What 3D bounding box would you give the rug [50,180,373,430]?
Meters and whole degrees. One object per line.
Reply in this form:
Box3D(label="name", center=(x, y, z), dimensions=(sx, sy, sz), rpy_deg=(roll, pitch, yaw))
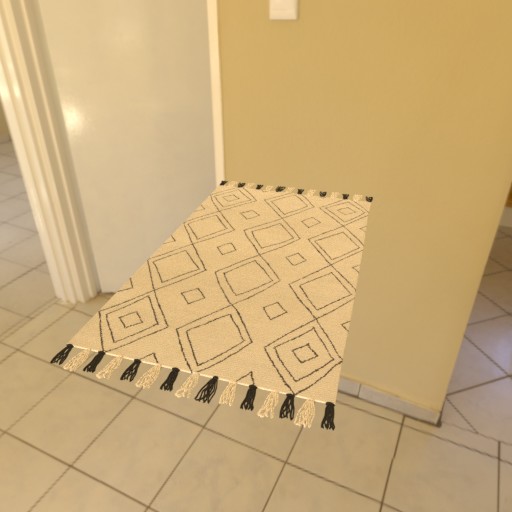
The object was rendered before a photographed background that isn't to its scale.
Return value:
Box3D(label="rug", center=(0.000, 0.000, 3.276), dimensions=(1.524, 0.021, 2.755), rpy_deg=(9, 32, 14))
